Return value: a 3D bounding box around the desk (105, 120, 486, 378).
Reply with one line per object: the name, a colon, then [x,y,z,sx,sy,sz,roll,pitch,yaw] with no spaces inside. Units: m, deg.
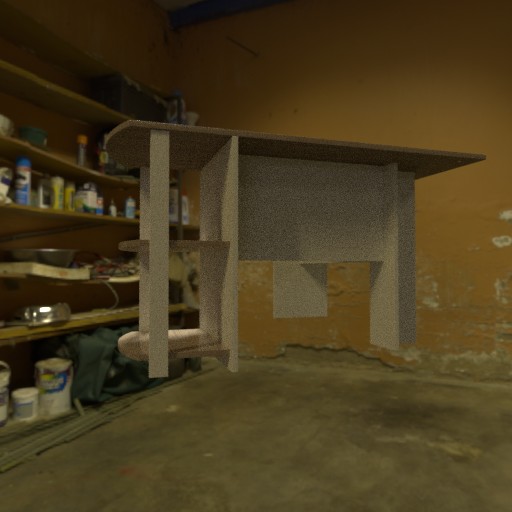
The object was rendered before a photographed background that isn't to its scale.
desk: [0.000,0.000,2.036,1.303,0.716,1.361,0,-2,-18]
